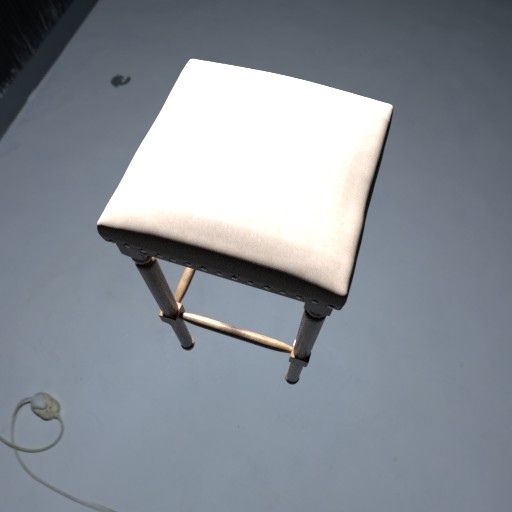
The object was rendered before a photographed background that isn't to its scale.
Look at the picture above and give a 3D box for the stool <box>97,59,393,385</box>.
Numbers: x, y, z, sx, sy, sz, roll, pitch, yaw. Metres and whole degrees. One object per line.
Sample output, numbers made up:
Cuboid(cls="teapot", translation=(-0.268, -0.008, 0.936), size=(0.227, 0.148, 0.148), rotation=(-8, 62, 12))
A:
Cuboid(cls="stool", translation=(0.000, 0.000, 1.005), size=(0.383, 0.768, 0.382), rotation=(16, 65, 8))
